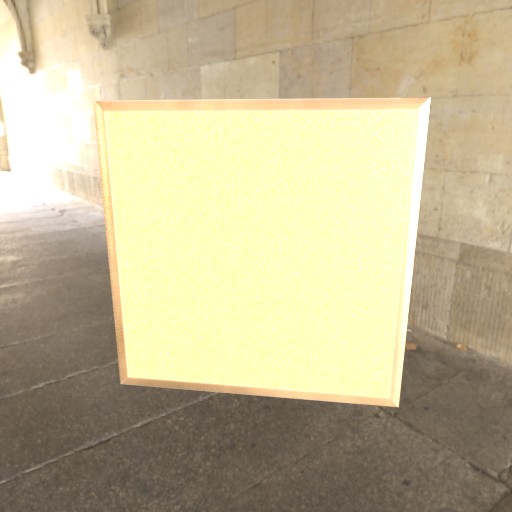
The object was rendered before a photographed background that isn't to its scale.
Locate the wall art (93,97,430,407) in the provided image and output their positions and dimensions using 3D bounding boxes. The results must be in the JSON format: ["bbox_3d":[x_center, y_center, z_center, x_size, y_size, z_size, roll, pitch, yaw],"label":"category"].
[{"bbox_3d":[0.000,0.000,0.457,0.305,0.303,0.038,2,16,8],"label":"wall art"}]
